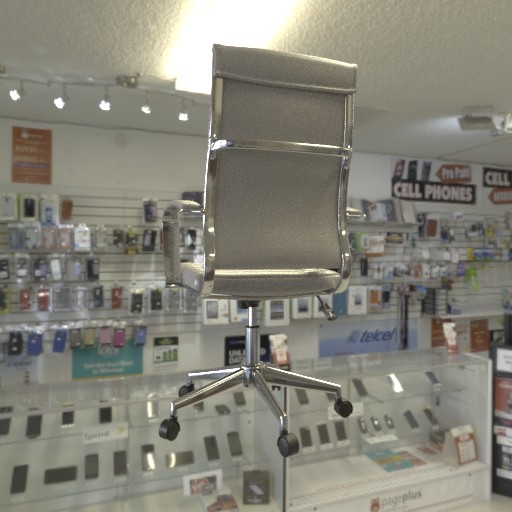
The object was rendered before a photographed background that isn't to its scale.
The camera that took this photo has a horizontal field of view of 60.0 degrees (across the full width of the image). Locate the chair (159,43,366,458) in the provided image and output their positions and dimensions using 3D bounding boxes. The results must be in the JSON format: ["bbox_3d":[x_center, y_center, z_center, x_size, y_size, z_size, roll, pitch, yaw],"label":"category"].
[{"bbox_3d":[0.000,0.000,1.542,0.679,1.149,0.667,0,0,-18],"label":"chair"}]
